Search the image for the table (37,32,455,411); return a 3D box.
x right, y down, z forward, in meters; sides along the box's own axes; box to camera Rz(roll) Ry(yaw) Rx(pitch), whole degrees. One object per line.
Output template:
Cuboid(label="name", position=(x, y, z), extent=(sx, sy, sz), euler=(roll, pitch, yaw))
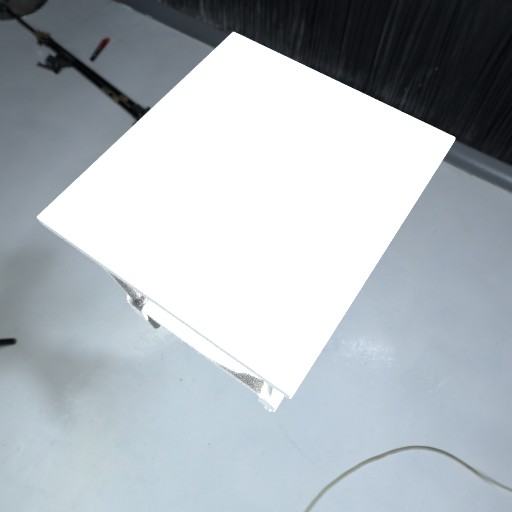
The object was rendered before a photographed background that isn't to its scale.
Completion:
Cuboid(label="table", position=(0.000, 0.000, 0.929), extent=(0.442, 0.565, 0.488), euler=(32, 68, 15))
